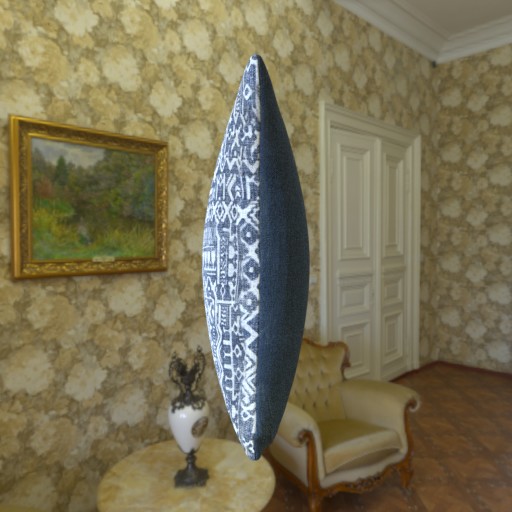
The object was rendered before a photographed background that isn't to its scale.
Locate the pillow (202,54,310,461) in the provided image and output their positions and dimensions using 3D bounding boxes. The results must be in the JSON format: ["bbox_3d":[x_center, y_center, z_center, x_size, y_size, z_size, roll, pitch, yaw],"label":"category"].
[{"bbox_3d":[0.000,0.000,0.782,0.180,0.487,0.546,0,1,0],"label":"pillow"}]
